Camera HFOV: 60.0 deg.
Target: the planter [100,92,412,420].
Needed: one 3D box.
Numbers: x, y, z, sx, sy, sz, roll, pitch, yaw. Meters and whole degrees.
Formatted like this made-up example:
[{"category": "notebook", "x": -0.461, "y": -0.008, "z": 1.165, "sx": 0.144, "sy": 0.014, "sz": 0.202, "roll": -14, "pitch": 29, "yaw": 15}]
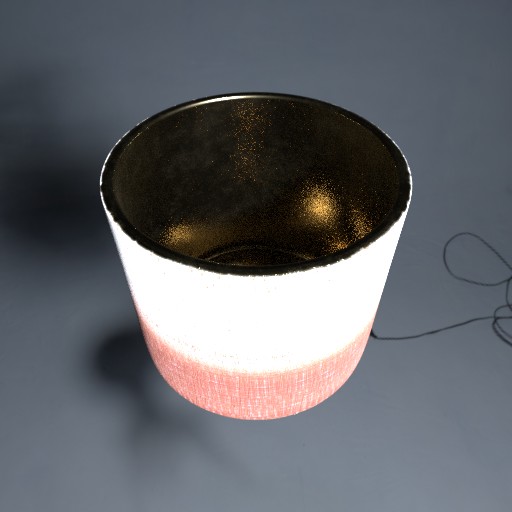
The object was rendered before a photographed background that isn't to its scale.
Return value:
[{"category": "planter", "x": 0.000, "y": 0.000, "z": 0.311, "sx": 0.178, "sy": 0.157, "sz": 0.178, "roll": 0, "pitch": 46, "yaw": 0}]
